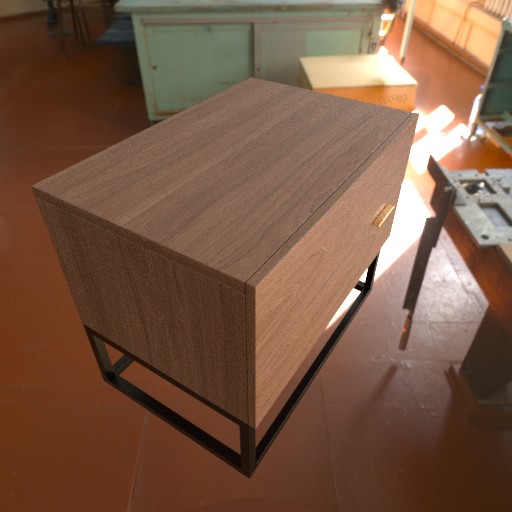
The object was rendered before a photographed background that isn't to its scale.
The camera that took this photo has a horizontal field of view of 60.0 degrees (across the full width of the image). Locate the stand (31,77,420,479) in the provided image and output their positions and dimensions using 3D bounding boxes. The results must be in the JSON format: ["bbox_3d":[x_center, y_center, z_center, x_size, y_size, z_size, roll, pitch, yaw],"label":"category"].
[{"bbox_3d":[0.000,0.000,0.933,0.420,0.500,0.600,23,45,25],"label":"stand"}]
